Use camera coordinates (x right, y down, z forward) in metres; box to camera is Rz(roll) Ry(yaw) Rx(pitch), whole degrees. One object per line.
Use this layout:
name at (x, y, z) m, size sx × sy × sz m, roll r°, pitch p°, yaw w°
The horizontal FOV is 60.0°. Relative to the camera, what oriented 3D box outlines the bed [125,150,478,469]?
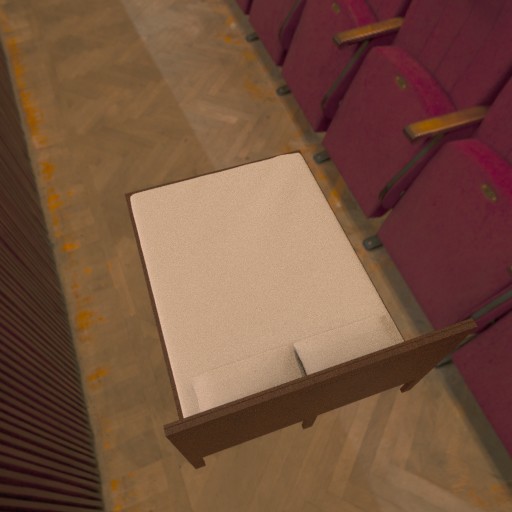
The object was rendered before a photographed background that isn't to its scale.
bed at (0.000, 0.000, 3.157) m, size 1.613 × 1.169 × 2.221 m, roll -16°, pitch 59°, yaw -10°
